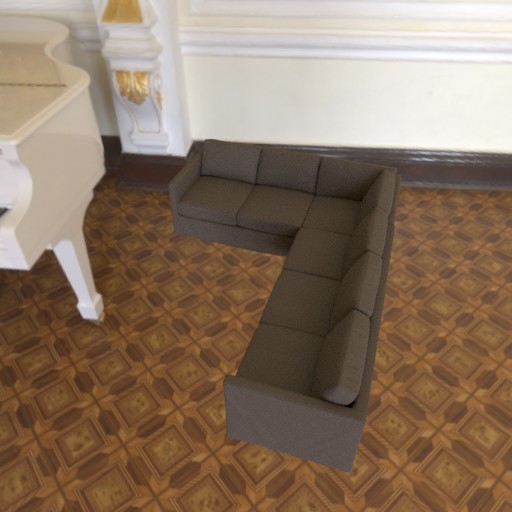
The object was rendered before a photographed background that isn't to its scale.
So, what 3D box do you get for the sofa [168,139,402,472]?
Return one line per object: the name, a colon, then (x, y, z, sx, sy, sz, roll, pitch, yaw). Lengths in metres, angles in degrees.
sofa: (0.000, 0.000, 4.258, 2.432, 0.871, 3.182, 12, 41, 14)
